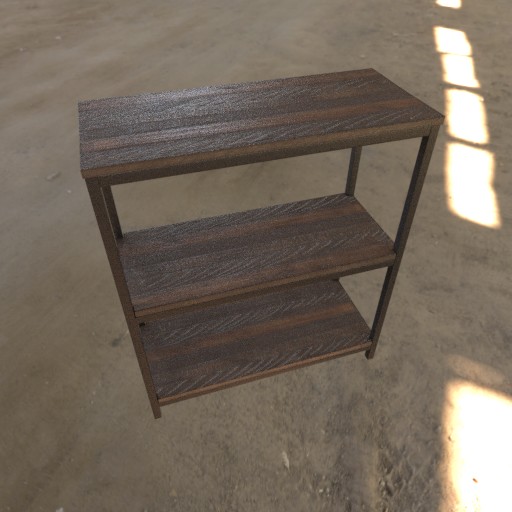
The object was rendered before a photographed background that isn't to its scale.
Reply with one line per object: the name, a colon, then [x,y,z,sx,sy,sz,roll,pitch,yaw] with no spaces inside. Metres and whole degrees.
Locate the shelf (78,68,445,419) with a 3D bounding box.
shelf: [0.000,0.000,1.386,0.822,0.947,0.352,-12,42,-13]
